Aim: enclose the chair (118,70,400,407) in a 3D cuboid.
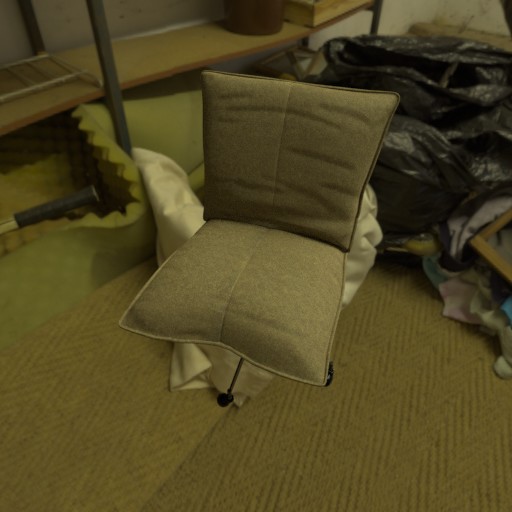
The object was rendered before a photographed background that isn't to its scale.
[{"bbox_3d":[0.000,0.000,1.316,0.597,0.811,0.696,14,44,15],"label":"chair"}]
